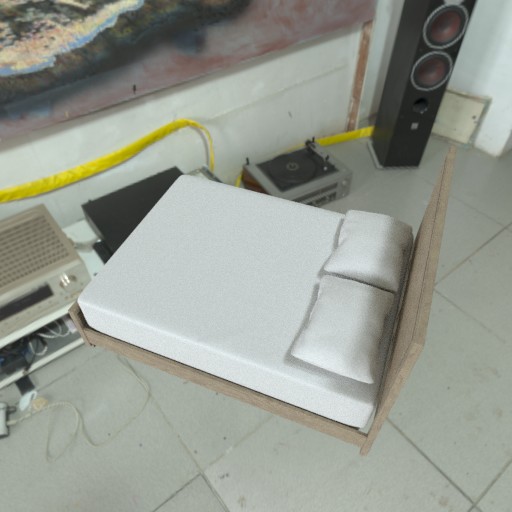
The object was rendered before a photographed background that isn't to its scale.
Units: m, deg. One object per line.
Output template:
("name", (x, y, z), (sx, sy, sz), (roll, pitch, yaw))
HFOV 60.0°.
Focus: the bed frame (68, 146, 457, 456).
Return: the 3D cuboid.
("bed frame", (0.000, 0.000, 3.174), (2.189, 1.369, 1.606), (16, 49, 15))
